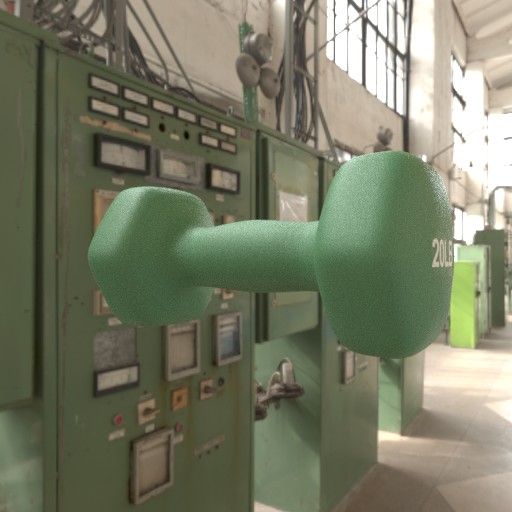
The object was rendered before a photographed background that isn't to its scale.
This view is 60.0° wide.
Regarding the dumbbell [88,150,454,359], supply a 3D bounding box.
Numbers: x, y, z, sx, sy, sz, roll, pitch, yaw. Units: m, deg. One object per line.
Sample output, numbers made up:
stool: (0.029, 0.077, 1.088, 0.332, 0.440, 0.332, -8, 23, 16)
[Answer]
dumbbell: (0.000, 0.000, 0.318, 0.257, 0.114, 0.126, 0, -1, 36)
